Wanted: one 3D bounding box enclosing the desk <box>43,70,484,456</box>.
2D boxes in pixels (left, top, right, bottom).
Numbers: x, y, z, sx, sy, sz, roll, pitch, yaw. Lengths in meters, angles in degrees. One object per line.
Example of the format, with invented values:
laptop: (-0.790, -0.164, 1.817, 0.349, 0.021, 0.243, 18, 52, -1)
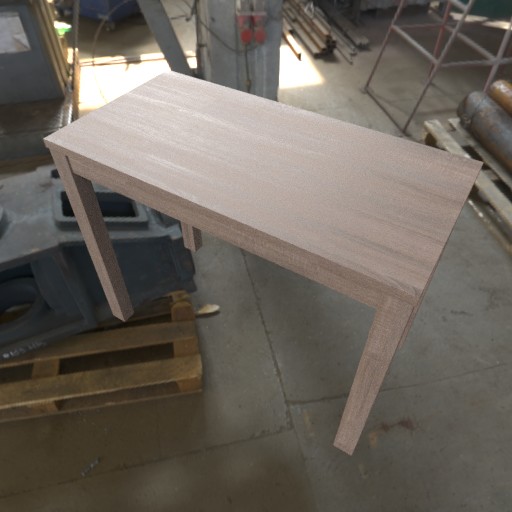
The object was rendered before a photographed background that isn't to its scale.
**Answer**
desk: (0.000, 0.000, 1.383, 0.991, 0.762, 0.495, 24, 51, 22)
